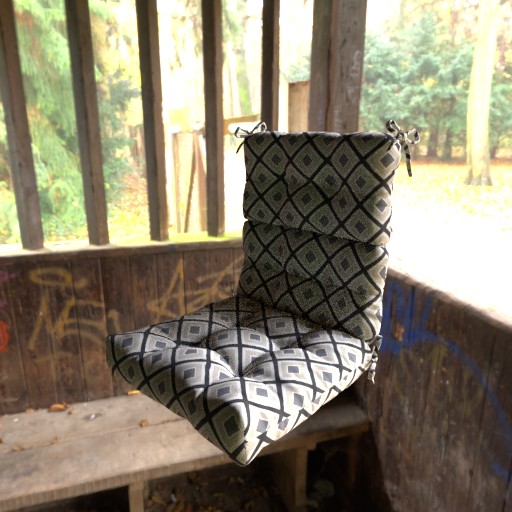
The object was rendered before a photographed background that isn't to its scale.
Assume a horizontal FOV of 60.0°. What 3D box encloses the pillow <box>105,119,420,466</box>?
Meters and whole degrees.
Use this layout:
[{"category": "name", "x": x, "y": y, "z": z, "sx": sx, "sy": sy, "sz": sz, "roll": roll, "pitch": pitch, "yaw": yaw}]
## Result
[{"category": "pillow", "x": 0.000, "y": 0.000, "z": 1.024, "sx": 0.519, "sy": 0.605, "sz": 0.571, "roll": 15, "pitch": 22, "yaw": 41}]
